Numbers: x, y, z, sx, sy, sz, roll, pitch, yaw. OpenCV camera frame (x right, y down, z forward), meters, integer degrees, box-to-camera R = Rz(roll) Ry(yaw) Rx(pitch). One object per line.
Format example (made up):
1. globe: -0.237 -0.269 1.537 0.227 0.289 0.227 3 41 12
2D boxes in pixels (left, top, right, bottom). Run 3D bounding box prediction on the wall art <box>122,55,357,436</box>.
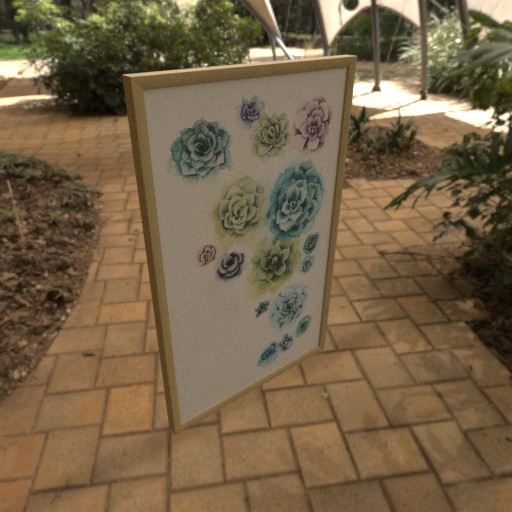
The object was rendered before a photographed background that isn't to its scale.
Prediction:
1. wall art: 0.000 0.000 1.012 0.510 0.810 0.039 -21 36 -32
